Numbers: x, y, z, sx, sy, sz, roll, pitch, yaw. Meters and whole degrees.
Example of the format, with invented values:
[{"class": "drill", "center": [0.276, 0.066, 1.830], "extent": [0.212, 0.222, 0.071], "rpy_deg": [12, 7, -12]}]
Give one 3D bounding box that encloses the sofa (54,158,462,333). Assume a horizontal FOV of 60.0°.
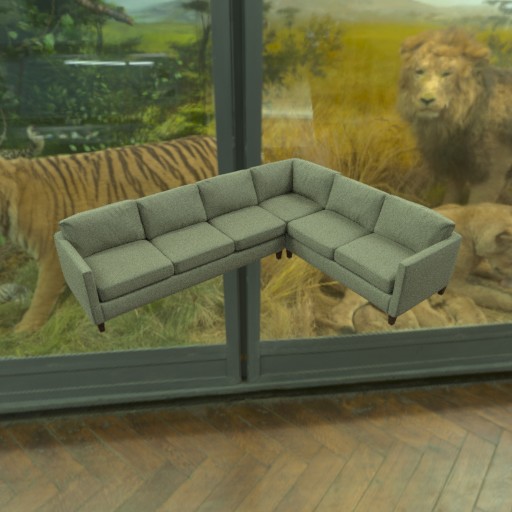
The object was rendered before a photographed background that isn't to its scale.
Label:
[{"class": "sofa", "center": [0.000, 0.000, 4.574], "extent": [3.302, 0.947, 2.593], "rpy_deg": [-21, 38, -31]}]
